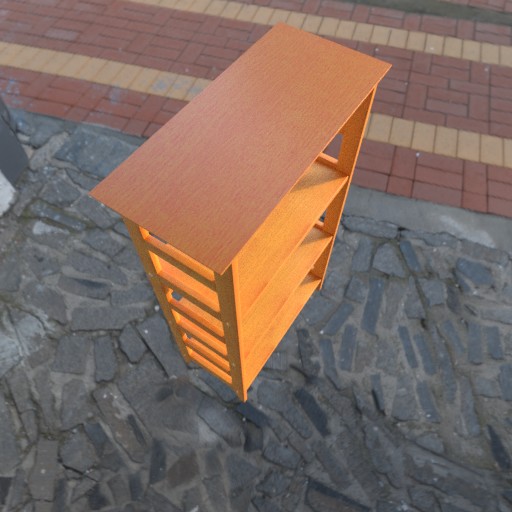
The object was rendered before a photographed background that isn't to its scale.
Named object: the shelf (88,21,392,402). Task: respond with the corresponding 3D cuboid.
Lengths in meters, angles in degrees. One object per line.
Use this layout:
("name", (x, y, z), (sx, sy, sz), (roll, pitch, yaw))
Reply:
("shelf", (0.000, 0.000, 1.372), (0.305, 1.067, 0.660), (30, 63, 17))
